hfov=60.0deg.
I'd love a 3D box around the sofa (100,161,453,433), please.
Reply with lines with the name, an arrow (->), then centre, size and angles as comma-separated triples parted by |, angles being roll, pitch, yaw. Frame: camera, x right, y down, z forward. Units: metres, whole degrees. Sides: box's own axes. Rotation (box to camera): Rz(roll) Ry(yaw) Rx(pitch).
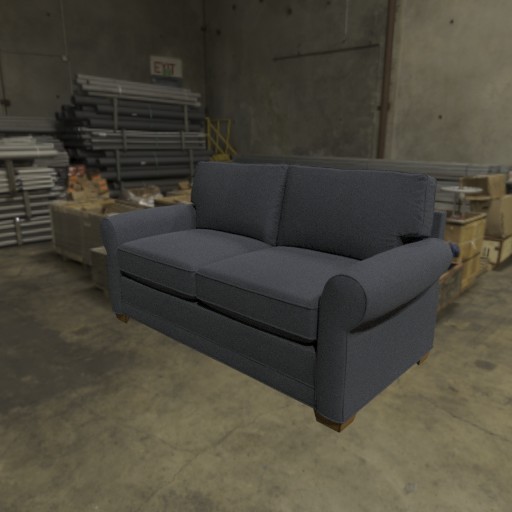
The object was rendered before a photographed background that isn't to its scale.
sofa -> 0.000, 0.000, 2.586 | 2.009, 1.031, 0.951 | 14, 20, 41
